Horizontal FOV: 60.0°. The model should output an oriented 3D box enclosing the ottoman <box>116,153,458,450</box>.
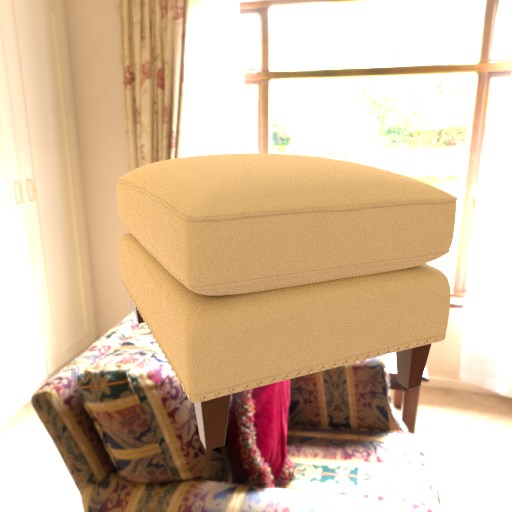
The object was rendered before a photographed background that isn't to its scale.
[{"bbox_3d":[0.000,0.000,1.134,0.584,0.513,0.741,-7,16,-24],"label":"ottoman"}]
